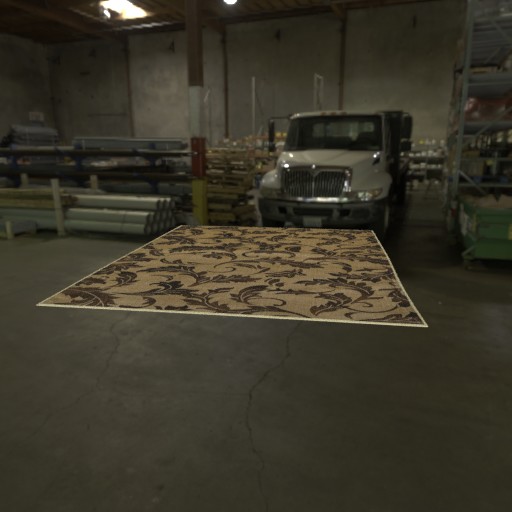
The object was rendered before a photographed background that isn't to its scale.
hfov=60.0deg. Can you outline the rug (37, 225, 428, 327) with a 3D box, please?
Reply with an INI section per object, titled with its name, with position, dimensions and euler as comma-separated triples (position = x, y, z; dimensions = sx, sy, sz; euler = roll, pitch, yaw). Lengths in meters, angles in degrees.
[rug]
position = 0.000, 0.000, 4.048
dimensions = 2.380, 0.008, 2.977
euler = 2, 14, 8
